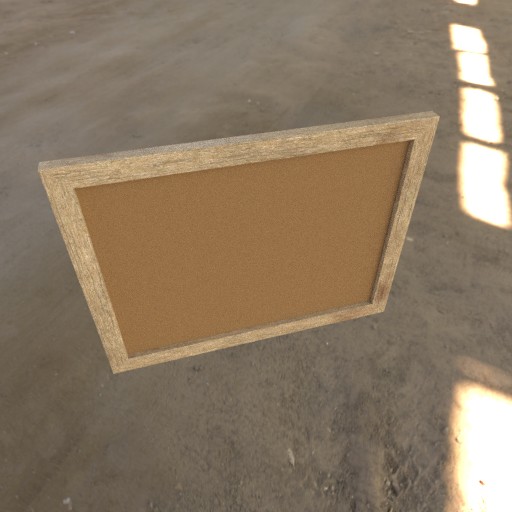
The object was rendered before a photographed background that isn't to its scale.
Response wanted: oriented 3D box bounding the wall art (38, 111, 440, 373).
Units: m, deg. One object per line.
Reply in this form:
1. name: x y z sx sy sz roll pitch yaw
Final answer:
1. wall art: 0.000 0.000 0.924 0.690 0.535 0.026 -11 43 -12
